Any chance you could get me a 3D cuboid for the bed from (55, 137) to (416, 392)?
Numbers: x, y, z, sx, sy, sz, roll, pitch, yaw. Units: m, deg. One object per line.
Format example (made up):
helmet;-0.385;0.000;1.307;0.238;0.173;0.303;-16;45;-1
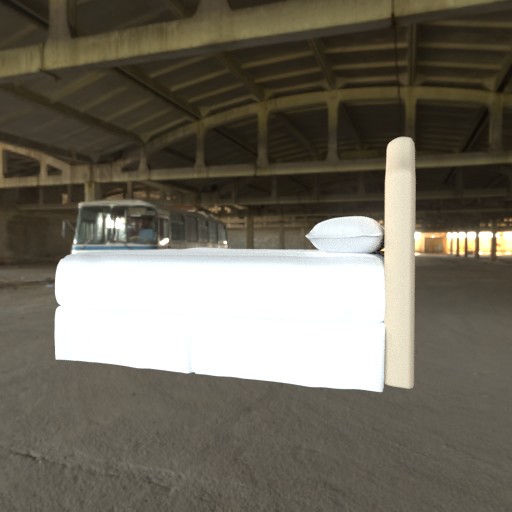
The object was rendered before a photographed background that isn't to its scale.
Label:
bed;0.000;0.000;3.844;2.548;1.524;2.134;0;2;18
